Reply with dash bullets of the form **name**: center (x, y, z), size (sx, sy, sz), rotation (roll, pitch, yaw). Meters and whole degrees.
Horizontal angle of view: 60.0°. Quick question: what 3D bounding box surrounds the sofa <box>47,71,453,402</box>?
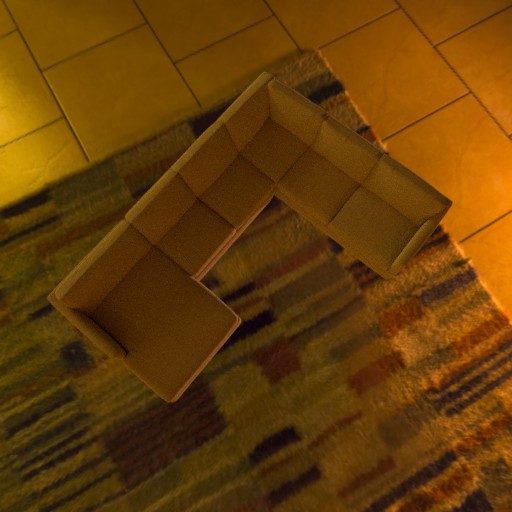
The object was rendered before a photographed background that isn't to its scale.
- **sofa**: center (0.000, 0.000, 4.745), size (2.594, 0.961, 3.460), rotation (39, 78, 10)
